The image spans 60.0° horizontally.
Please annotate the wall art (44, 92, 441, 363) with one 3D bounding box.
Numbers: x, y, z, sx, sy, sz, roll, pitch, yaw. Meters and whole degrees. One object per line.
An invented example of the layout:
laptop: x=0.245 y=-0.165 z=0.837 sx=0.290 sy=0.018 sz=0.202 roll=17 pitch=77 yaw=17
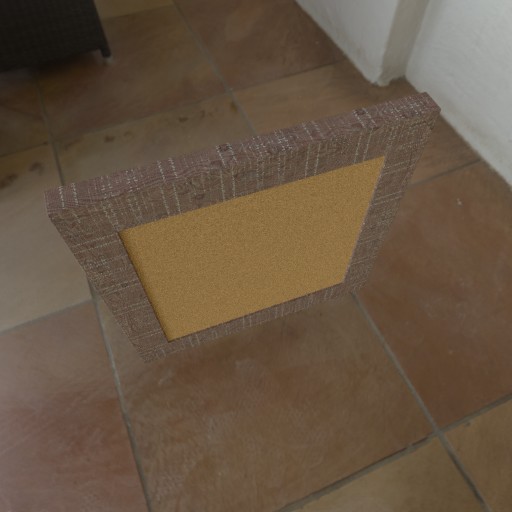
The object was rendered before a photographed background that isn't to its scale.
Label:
wall art: x=0.000 y=0.000 z=0.798 sx=0.531 sy=0.531 sz=0.040 roll=-17 pitch=60 yaw=-11
